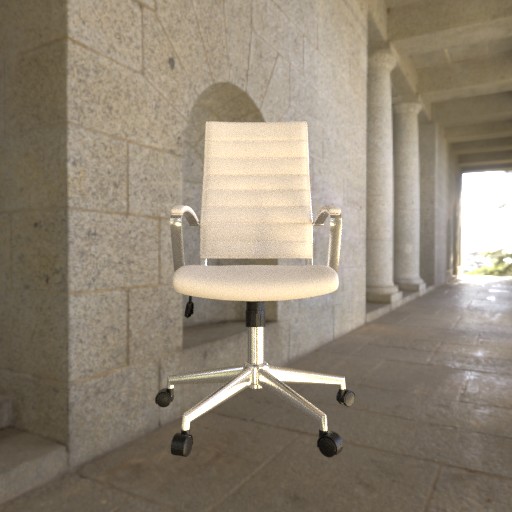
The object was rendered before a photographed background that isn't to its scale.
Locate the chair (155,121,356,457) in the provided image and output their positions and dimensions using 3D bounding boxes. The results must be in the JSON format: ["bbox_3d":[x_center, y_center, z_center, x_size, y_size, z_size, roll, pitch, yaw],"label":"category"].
[{"bbox_3d":[0.000,0.000,1.612,0.766,1.149,0.739,0,1,0],"label":"chair"}]
